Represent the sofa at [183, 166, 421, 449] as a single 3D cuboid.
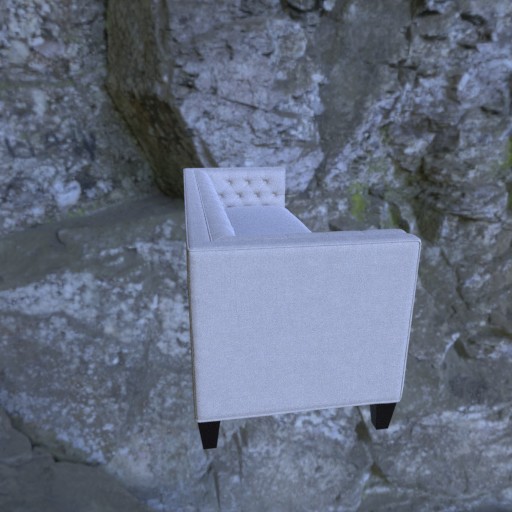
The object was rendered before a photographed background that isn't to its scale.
[{"bbox_3d":[0.000,0.000,2.520,0.775,0.762,2.159,-3,18,-9],"label":"sofa"}]
